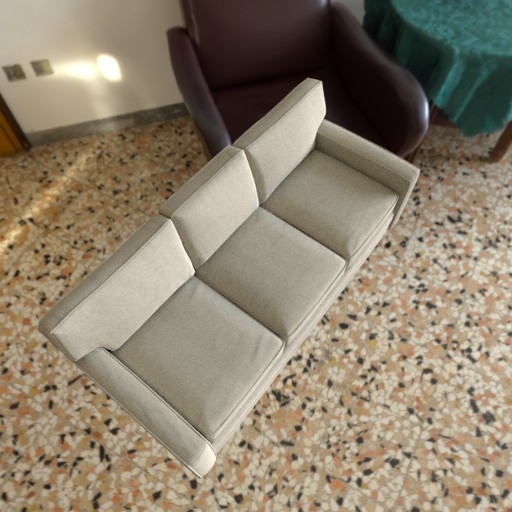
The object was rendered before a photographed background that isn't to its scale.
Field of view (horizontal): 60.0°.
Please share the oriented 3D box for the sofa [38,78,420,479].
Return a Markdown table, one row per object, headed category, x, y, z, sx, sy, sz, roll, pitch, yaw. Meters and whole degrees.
| category | x | y | z | sx | sy | sz | roll | pitch | yaw |
| --- | --- | --- | --- | --- | --- | --- | --- | --- | --- |
| sofa | 0.000 | 0.000 | 2.504 | 0.936 | 0.862 | 2.093 | 34 | 65 | 18 |
